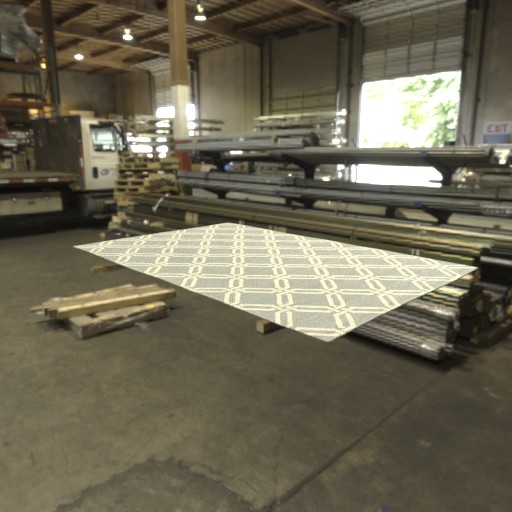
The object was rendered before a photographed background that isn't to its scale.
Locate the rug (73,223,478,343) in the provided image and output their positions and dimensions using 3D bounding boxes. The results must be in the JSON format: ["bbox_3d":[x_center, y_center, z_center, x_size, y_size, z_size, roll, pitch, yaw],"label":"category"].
[{"bbox_3d":[0.000,0.000,2.239,1.148,0.010,1.754,-13,19,-43],"label":"rug"}]
